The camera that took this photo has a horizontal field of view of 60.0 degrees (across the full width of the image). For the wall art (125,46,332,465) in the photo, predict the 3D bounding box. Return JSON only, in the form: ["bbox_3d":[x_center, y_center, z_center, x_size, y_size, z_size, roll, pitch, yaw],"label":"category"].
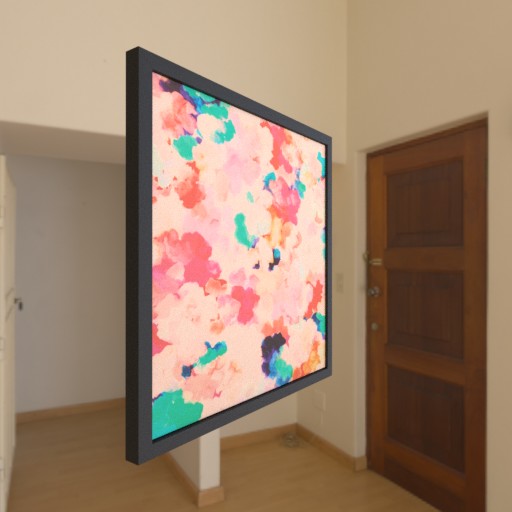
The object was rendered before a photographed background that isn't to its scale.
[{"bbox_3d":[0.000,0.000,0.448,0.015,0.304,0.306,0,0,37],"label":"wall art"}]
